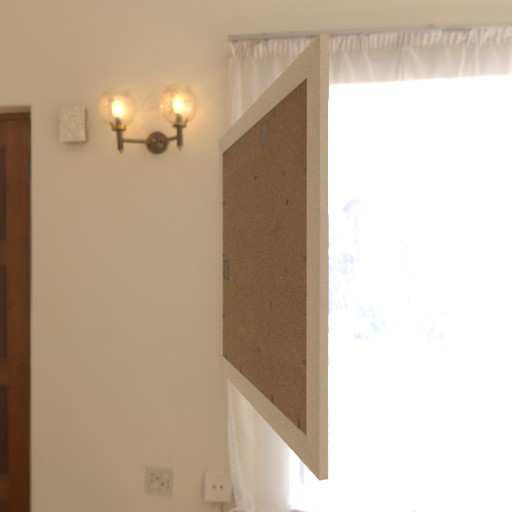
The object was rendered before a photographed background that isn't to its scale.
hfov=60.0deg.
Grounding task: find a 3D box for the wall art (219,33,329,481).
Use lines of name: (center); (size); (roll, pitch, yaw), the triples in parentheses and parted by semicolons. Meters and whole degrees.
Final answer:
wall art: (0.000, 0.000, 0.861); (0.013, 0.584, 0.584); (0, 1, -18)
